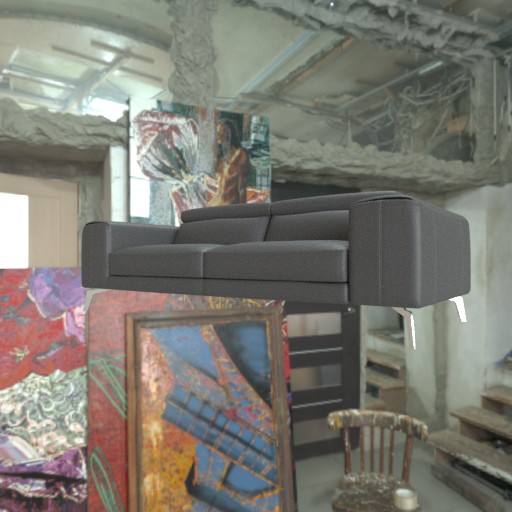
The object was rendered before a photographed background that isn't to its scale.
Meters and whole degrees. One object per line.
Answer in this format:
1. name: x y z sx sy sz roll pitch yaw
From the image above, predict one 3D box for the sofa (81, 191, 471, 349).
1. sofa: 0.000 0.000 2.816 2.321 0.759 1.023 0 -1 36
